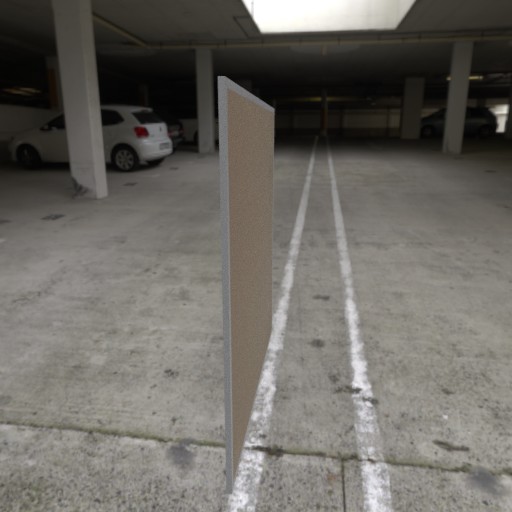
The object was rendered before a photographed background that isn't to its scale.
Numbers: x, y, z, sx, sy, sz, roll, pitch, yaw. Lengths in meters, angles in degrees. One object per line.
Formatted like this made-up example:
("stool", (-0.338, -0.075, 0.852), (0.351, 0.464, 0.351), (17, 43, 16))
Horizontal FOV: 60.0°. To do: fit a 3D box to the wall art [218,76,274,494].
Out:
("wall art", (0.000, 0.000, 0.678), (0.007, 0.456, 0.456), (2, 15, 8))
